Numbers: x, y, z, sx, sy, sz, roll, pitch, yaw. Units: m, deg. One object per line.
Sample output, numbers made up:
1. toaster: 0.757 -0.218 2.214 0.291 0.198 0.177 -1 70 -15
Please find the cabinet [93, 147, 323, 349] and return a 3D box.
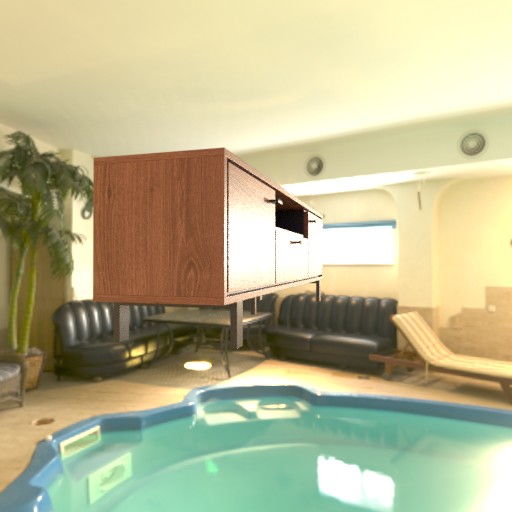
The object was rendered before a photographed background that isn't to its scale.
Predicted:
1. cabinet: 0.000 0.000 1.899 0.400 0.500 1.650 0 -1 17
